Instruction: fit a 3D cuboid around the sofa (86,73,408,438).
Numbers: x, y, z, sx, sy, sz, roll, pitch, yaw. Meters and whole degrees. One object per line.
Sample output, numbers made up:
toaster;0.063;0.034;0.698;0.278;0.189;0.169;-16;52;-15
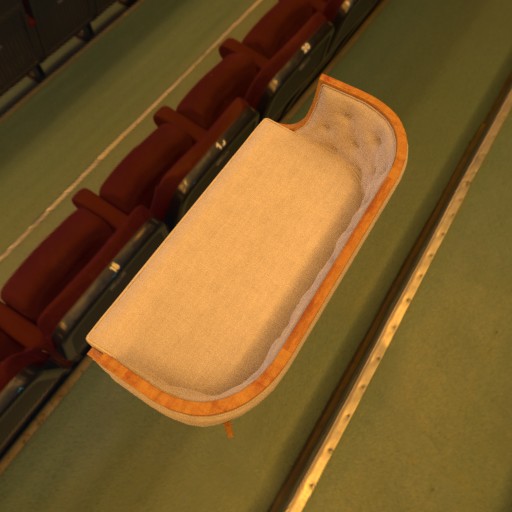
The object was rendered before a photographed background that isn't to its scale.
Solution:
sofa;0.000;0.000;1.938;0.770;0.775;1.474;30;68;13
